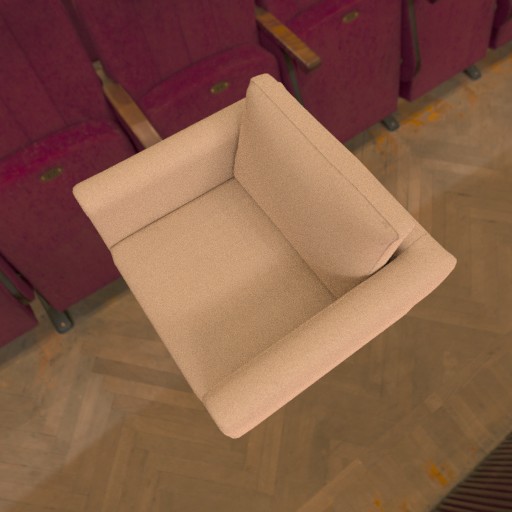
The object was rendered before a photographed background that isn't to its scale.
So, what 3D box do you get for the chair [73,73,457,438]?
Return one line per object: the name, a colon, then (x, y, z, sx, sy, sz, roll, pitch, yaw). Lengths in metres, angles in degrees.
chair: (0.000, 0.000, 1.656, 0.896, 0.915, 0.982, -32, 68, -15)
